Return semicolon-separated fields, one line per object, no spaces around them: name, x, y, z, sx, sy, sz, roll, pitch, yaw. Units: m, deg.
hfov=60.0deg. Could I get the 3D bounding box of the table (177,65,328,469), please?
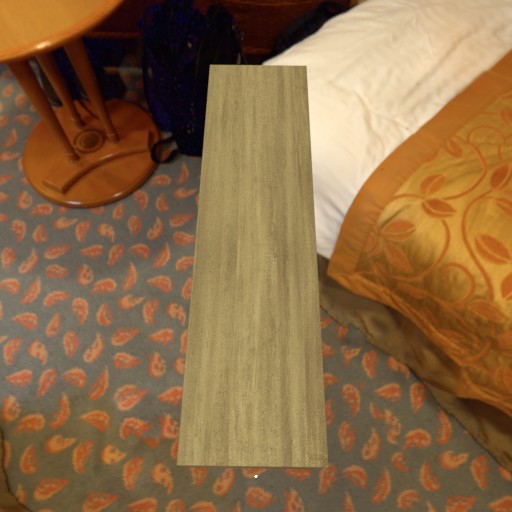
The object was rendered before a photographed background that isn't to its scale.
table;0.000;0.000;1.738;0.400;0.530;1.500;1;64;0
